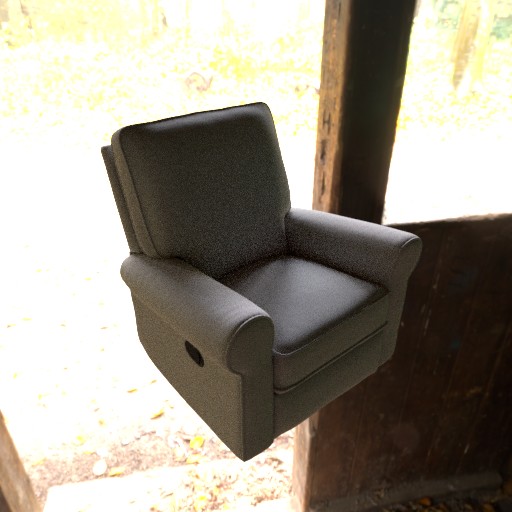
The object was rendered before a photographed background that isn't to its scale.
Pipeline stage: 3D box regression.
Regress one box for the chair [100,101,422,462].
[{"bbox_3d":[0.000,0.000,1.650,0.890,0.960,0.878,-22,36,-34],"label":"chair"}]
